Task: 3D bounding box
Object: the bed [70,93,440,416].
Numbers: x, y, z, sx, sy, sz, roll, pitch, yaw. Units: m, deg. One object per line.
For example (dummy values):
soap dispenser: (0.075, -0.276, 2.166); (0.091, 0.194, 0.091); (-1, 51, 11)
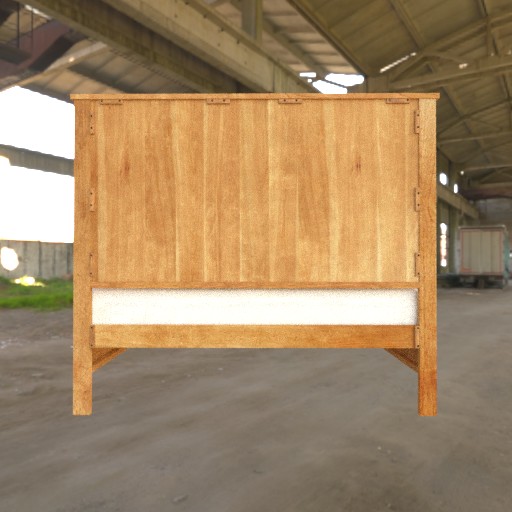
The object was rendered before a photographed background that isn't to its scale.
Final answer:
bed: (0.000, 0.000, 3.927); (2.225, 1.938, 2.530); (0, 0, 0)
